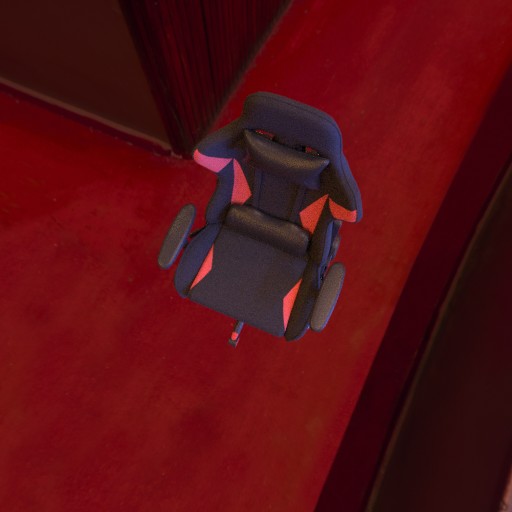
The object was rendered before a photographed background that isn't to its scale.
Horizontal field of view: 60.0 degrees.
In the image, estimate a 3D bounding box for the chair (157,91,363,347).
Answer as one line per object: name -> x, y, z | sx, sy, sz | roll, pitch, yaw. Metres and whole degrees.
chair -> 0.000, 0.000, 1.739 | 0.695, 1.326, 0.658 | 22, 76, 6
